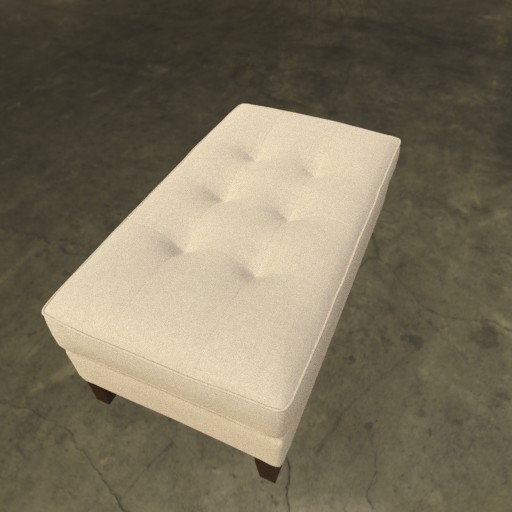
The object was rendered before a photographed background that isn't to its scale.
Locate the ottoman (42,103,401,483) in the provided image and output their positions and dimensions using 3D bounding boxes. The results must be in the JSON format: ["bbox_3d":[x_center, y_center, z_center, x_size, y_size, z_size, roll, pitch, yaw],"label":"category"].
[{"bbox_3d":[0.000,0.000,1.450,0.648,0.508,1.143,18,49,16],"label":"ottoman"}]
